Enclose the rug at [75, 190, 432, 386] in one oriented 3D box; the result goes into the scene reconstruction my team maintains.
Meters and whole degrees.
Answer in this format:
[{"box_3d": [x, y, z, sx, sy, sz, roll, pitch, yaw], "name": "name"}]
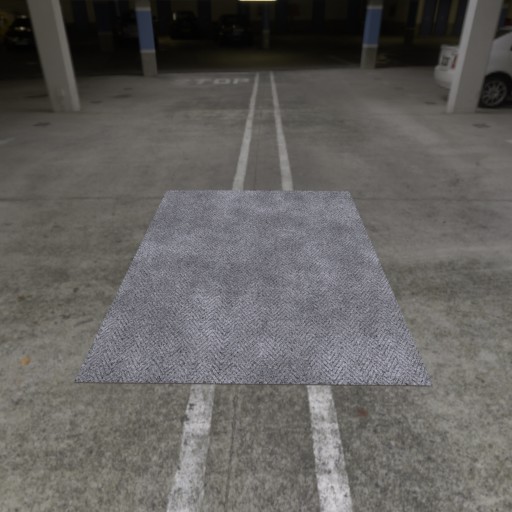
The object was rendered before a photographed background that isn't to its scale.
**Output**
[{"box_3d": [0.000, 0.000, 2.935, 1.600, 0.008, 2.235, 0, 31, 1], "name": "rug"}]
